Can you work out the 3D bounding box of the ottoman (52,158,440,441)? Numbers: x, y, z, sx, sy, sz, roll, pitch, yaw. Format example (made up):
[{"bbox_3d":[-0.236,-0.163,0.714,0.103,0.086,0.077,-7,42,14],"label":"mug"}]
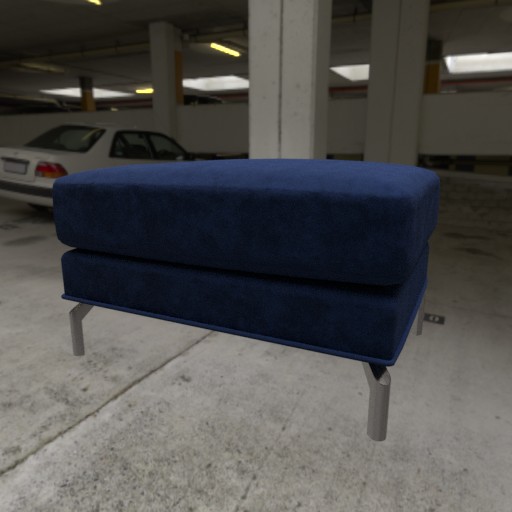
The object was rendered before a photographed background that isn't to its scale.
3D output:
[{"bbox_3d":[0.000,0.000,1.169,0.835,0.498,0.587,7,15,25],"label":"ottoman"}]
